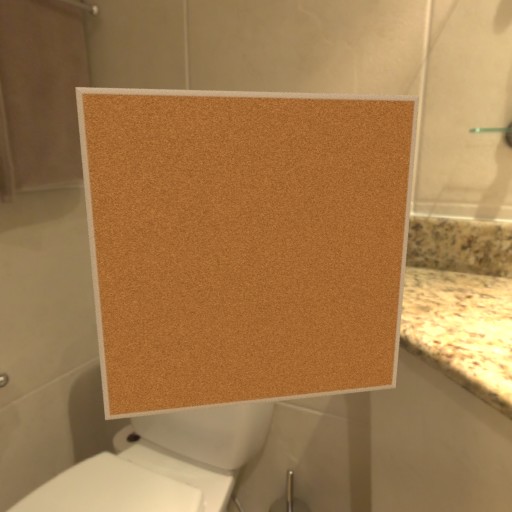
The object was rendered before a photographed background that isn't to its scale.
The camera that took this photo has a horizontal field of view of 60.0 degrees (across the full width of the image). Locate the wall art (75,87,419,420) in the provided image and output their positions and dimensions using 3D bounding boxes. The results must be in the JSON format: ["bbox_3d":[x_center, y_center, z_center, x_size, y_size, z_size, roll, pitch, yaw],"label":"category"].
[{"bbox_3d":[0.000,0.000,0.441,0.305,0.304,0.038,-3,14,-11],"label":"wall art"}]
